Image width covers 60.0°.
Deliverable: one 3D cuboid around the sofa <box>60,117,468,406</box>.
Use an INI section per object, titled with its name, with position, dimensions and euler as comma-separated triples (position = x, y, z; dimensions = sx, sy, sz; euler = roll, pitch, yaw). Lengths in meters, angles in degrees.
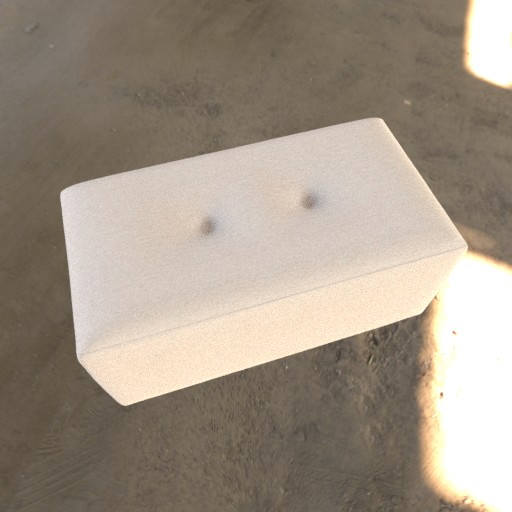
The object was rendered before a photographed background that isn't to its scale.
[sofa]
position = 0.000, 0.000, 1.228
dimensions = 0.930, 0.470, 0.480
euler = -15, 59, -9
